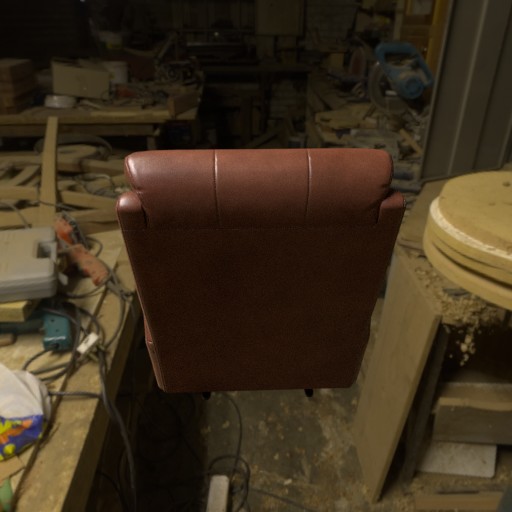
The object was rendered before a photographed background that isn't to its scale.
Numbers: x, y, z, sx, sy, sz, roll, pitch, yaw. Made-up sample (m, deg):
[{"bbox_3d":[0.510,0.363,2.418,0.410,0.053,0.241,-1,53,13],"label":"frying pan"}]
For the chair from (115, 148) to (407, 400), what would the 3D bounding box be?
[{"bbox_3d":[0.000,0.000,1.675,0.787,1.016,0.939,-1,29,-2],"label":"chair"}]
